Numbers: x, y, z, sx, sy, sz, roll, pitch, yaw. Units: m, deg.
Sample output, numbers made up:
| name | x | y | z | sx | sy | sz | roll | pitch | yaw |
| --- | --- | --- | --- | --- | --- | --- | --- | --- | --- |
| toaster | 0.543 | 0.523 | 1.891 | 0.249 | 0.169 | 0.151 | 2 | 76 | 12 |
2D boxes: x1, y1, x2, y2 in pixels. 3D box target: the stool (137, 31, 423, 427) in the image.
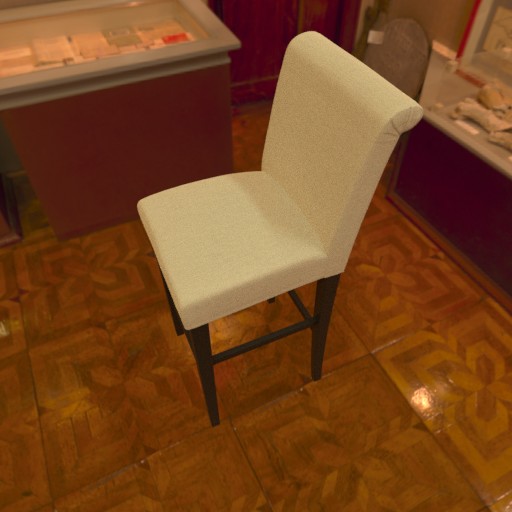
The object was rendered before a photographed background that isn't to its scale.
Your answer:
| name | x | y | z | sx | sy | sz | roll | pitch | yaw |
| --- | --- | --- | --- | --- | --- | --- | --- | --- | --- |
| stool | 0.000 | 0.000 | 1.392 | 0.597 | 1.124 | 0.452 | -18 | 50 | -16 |
